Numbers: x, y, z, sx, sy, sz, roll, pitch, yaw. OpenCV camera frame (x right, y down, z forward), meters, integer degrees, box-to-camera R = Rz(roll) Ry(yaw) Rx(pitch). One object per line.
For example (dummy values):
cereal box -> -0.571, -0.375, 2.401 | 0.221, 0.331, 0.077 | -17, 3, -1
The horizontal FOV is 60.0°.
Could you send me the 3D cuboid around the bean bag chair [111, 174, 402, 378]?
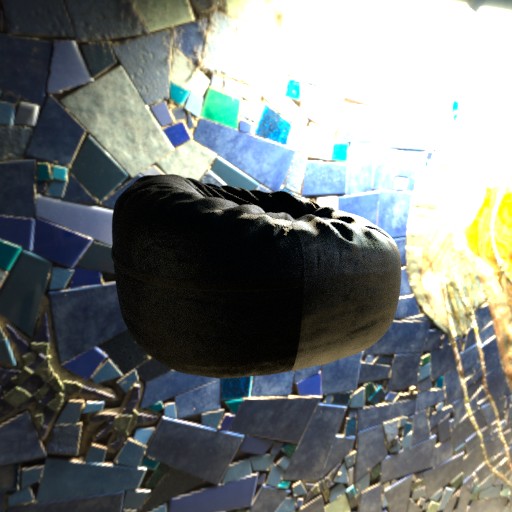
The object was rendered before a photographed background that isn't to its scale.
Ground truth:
bean bag chair -> 0.000, 0.000, 2.462 | 1.524, 0.878, 1.524 | -3, 15, -10
